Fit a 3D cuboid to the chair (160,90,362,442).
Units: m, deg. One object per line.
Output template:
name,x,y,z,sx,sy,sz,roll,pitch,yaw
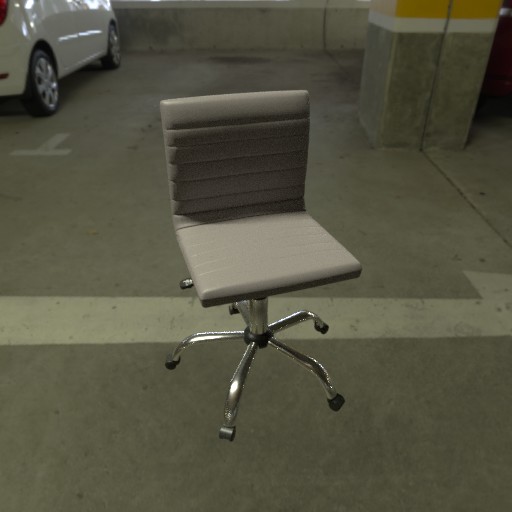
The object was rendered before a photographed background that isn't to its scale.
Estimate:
chair,0.000,0.000,1.195,0.556,0.780,0.530,-10,33,-15
